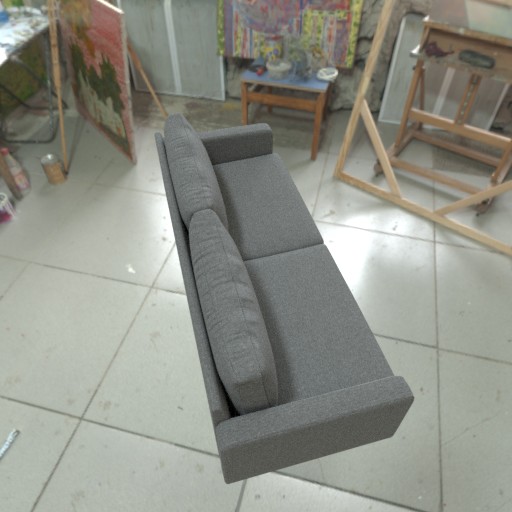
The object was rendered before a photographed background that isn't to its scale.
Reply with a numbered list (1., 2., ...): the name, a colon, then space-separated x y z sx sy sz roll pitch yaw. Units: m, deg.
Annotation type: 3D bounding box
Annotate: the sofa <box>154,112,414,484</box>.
1. sofa: 0.000 0.000 2.611 0.880 0.880 2.200 -11 48 -10
